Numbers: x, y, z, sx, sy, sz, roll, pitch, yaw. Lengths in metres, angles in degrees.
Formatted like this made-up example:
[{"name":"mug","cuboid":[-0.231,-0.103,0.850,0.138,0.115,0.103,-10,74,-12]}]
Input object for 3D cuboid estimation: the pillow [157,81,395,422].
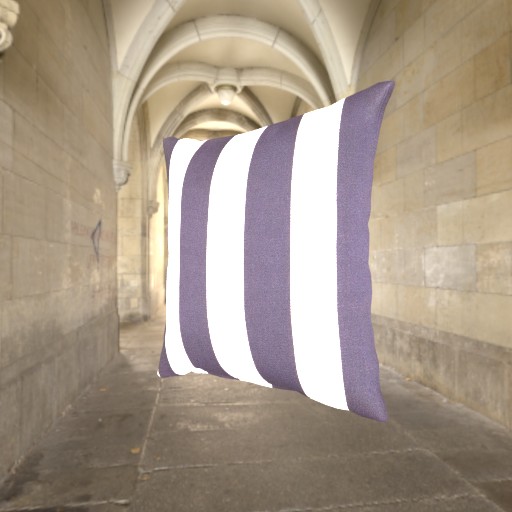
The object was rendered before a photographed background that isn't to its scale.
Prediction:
[{"name":"pillow","cuboid":[0.000,0.000,0.829,0.536,0.526,0.189,-1,-1,37]}]
